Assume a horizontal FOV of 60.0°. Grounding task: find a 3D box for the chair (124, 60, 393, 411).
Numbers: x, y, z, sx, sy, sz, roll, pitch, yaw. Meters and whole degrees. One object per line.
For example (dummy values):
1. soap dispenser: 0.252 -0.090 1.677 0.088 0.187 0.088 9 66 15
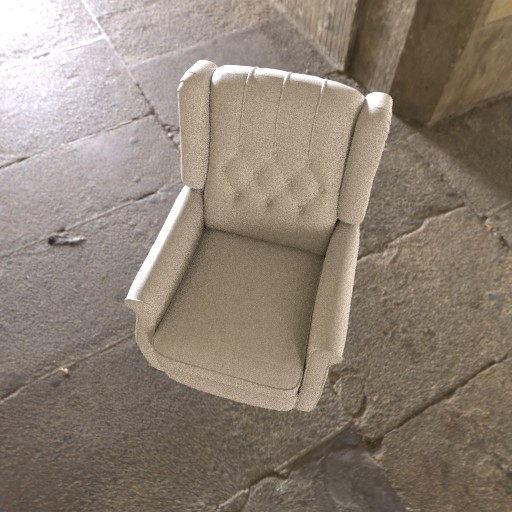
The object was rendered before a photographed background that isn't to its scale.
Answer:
1. chair: 0.000 0.000 1.635 0.742 1.035 0.902 14 61 8
